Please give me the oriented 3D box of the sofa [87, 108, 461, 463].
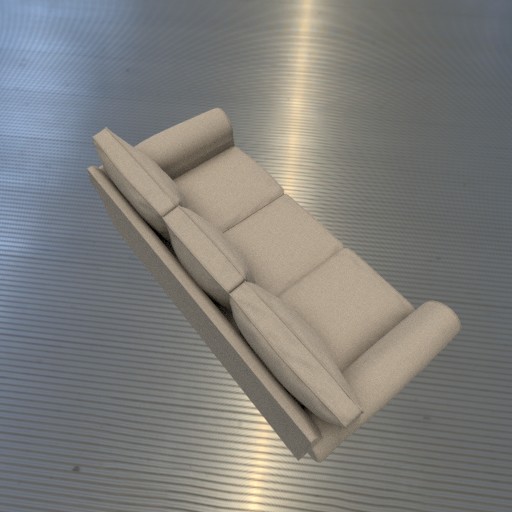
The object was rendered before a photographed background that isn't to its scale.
[{"bbox_3d":[0.000,0.000,2.595,0.998,0.889,2.118,-34,64,-20],"label":"sofa"}]
